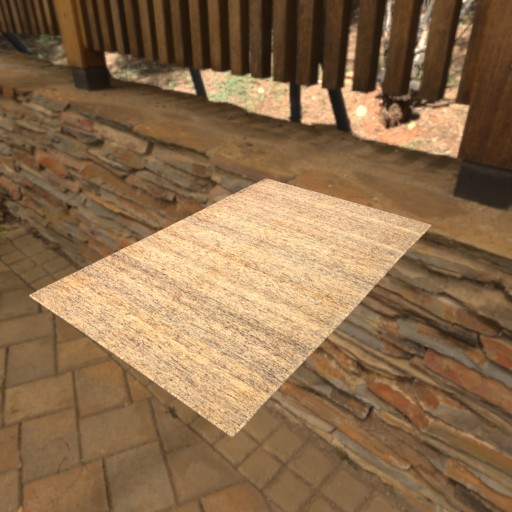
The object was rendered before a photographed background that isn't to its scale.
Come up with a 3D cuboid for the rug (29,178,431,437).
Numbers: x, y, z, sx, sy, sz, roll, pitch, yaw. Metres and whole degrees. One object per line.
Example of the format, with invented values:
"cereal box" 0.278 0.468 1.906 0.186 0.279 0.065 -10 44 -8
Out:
"rug" 0.000 0.000 2.352 1.243 0.014 1.846 22 38 31
